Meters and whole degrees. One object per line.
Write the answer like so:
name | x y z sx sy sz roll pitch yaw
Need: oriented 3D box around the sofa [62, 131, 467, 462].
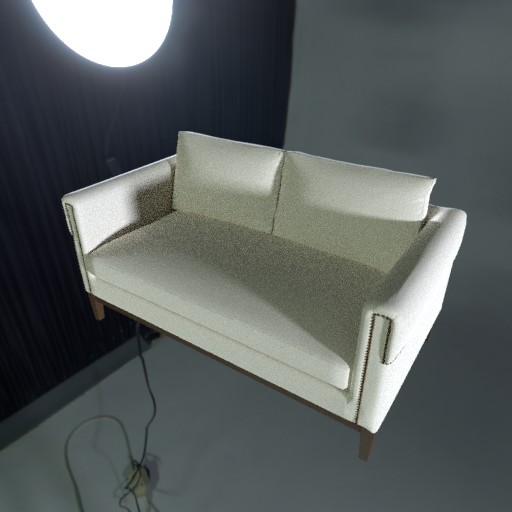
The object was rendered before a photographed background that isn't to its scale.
sofa | 0.000 0.000 2.066 1.598 0.873 0.905 19 35 29
